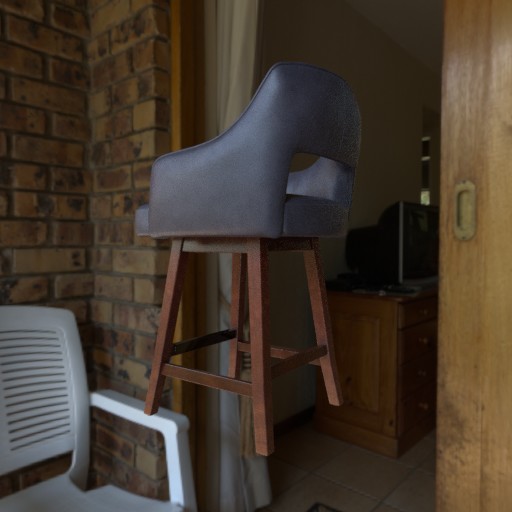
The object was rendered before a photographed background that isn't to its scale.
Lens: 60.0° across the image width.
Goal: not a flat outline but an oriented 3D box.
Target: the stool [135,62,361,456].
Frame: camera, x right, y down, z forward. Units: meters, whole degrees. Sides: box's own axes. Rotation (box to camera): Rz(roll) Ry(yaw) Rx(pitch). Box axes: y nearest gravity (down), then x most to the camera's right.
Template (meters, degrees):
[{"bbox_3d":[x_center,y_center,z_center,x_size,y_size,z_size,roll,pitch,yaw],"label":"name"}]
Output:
[{"bbox_3d":[0.000,0.000,1.311,0.560,0.936,0.550,1,3,36],"label":"stool"}]
